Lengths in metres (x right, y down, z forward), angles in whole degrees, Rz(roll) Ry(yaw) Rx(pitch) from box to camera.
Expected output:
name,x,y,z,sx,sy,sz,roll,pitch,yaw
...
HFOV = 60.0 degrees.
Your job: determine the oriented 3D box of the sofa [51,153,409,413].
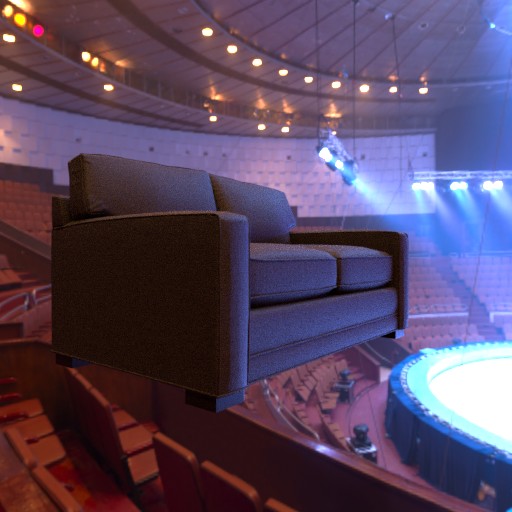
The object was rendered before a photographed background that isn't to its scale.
name,x,y,z,sx,sy,sz,roll,pitch,yaw
sofa,0.000,0.000,2.136,0.974,0.887,1.534,0,1,38
